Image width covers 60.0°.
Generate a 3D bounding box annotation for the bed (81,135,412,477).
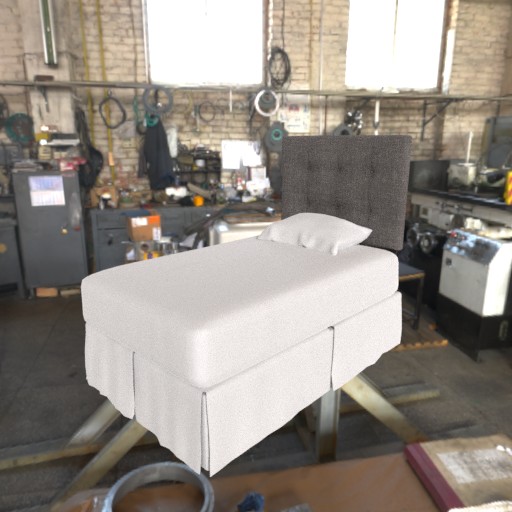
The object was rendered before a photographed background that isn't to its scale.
[{"bbox_3d":[0.000,0.000,2.964,1.261,1.571,1.997,14,20,42],"label":"bed"}]
